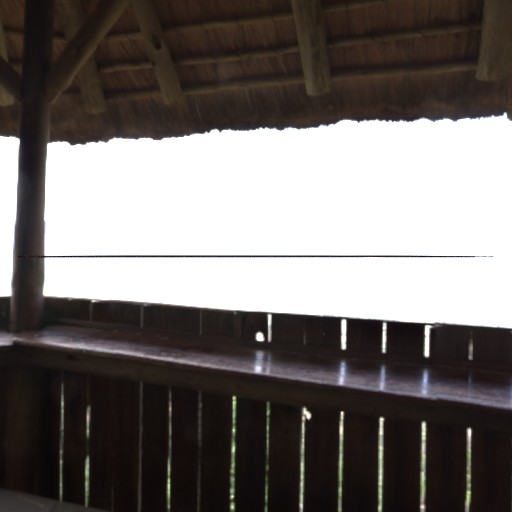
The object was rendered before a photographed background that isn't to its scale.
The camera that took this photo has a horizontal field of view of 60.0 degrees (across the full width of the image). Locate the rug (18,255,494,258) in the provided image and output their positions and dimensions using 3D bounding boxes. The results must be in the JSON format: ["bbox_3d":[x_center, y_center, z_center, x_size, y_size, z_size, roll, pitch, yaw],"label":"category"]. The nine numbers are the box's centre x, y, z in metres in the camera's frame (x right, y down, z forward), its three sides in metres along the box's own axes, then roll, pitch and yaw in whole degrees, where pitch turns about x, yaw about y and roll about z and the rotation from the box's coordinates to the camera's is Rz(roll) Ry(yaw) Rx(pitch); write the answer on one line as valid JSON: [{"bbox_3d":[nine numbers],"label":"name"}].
[{"bbox_3d":[0.000,0.000,3.011,2.434,0.010,1.516,0,0,0],"label":"rug"}]
